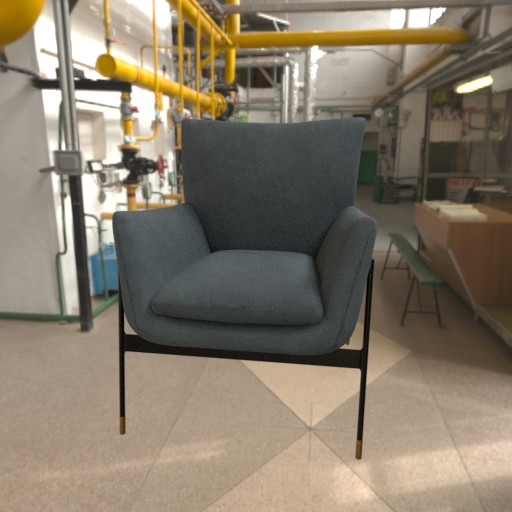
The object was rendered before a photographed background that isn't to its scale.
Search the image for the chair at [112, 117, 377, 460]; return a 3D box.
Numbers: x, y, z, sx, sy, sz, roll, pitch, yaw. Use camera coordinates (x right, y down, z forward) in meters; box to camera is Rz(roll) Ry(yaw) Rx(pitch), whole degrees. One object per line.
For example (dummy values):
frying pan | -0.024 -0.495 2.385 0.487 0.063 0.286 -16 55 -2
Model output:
chair | 0.000 0.000 1.384 0.678 0.858 0.709 2 14 9
